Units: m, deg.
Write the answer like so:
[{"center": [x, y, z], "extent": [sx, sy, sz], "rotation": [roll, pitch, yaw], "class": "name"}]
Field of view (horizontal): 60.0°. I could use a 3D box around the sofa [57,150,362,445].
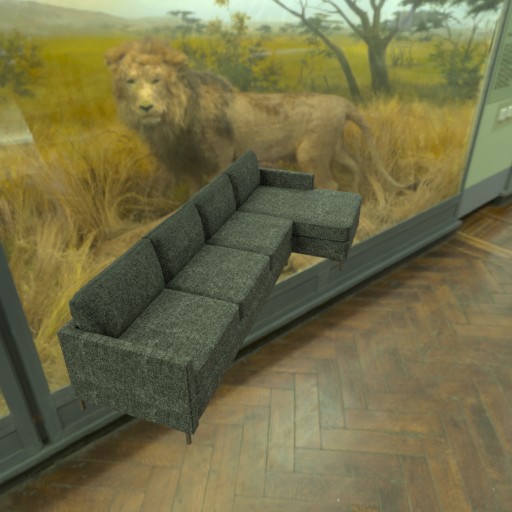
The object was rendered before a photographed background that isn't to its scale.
[{"center": [0.000, 0.000, 4.067], "extent": [1.488, 0.970, 3.384], "rotation": [10, 32, 17], "class": "sofa"}]
